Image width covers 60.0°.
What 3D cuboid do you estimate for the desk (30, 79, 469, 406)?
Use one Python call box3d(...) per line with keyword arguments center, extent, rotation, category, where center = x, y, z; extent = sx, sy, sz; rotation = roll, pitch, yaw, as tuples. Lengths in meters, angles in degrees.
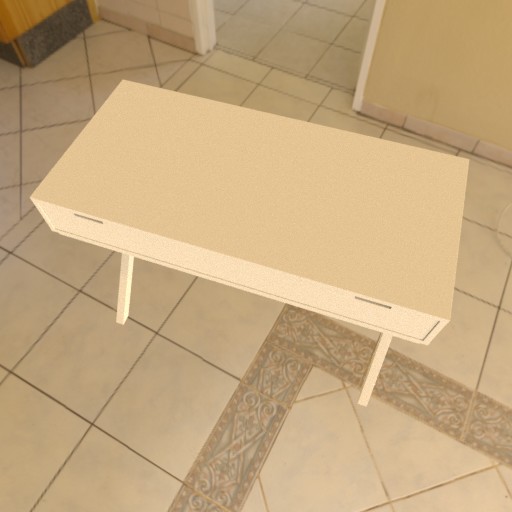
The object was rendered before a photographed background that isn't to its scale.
box3d(center=(0.000, 0.000, 1.504), extent=(1.059, 0.780, 0.509), rotation=(16, 59, 10), category="desk")
